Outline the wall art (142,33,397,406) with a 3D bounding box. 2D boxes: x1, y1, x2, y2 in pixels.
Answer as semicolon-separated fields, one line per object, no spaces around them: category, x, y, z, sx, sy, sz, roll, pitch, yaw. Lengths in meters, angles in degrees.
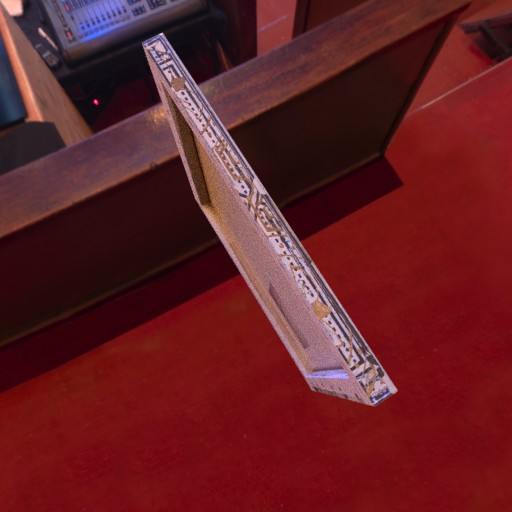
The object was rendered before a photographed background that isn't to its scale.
wall art;0.000;0.000;0.895;0.036;0.607;0.609;-30;77;-8
